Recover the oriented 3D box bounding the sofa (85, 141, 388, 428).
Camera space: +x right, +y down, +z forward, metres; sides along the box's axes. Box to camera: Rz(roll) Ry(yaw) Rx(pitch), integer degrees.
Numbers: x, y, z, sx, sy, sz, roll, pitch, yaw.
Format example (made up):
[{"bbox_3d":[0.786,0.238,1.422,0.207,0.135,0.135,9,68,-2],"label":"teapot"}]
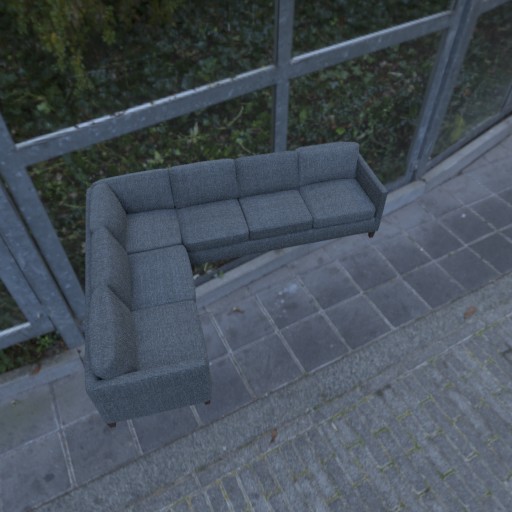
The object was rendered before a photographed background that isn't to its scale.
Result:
[{"bbox_3d":[0.000,0.000,4.586,3.302,0.947,2.593,-11,47,-10],"label":"sofa"}]
